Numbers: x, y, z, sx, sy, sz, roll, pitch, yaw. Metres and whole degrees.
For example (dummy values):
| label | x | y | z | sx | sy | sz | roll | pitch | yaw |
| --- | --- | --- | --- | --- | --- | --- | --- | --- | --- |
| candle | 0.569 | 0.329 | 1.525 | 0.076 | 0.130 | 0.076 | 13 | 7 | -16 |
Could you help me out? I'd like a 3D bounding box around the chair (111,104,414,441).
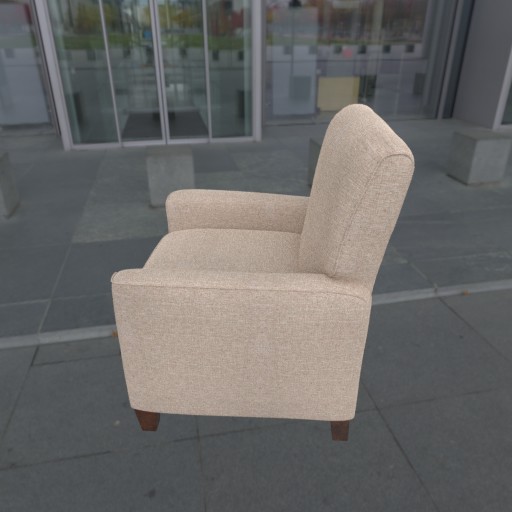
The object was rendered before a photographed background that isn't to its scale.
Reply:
| label | x | y | z | sx | sy | sz | roll | pitch | yaw |
| --- | --- | --- | --- | --- | --- | --- | --- | --- | --- |
| chair | 0.000 | 0.000 | 1.639 | 0.858 | 1.028 | 0.841 | 2 | 27 | 3 |
